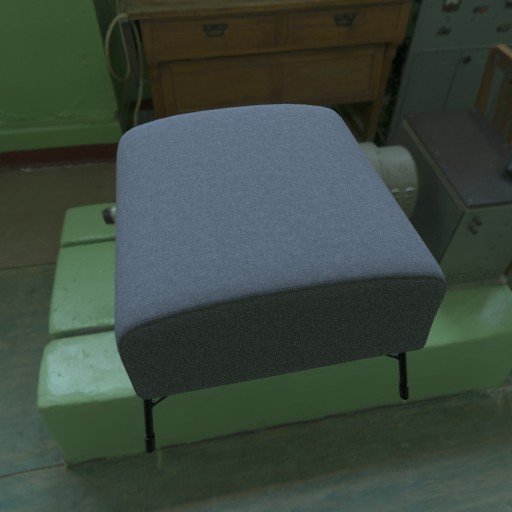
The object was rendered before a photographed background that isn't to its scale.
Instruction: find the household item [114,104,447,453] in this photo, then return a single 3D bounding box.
[{"bbox_3d":[0.000,0.000,0.891,0.530,0.410,0.530,-9,47,-8],"label":"household item"}]
